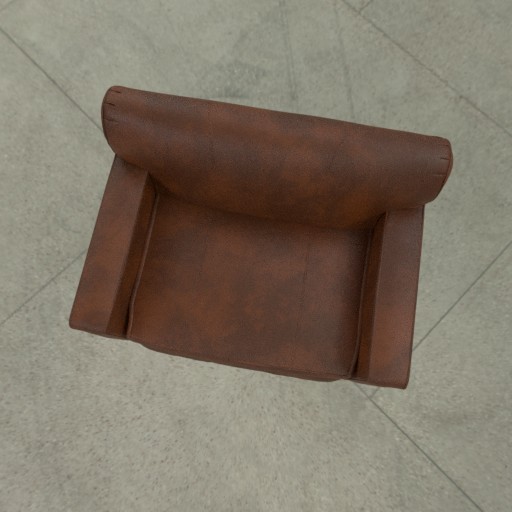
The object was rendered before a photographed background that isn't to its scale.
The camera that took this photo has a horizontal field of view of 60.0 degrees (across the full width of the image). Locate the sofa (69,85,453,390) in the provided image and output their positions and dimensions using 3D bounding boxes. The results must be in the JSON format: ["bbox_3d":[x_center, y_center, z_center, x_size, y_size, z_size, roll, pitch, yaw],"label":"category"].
[{"bbox_3d":[0.000,0.000,2.010,1.413,0.956,1.000,10,76,2],"label":"sofa"}]
